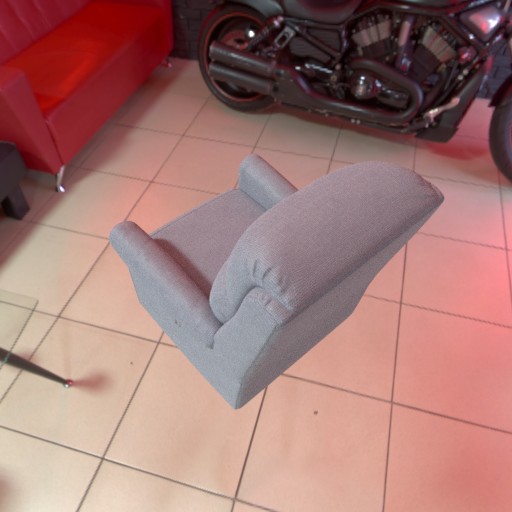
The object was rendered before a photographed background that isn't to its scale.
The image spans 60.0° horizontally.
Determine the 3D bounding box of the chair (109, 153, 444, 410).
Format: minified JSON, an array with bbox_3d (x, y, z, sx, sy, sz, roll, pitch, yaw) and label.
[{"bbox_3d":[0.000,0.000,1.822,0.838,1.054,1.014,-34,56,-26],"label":"chair"}]
